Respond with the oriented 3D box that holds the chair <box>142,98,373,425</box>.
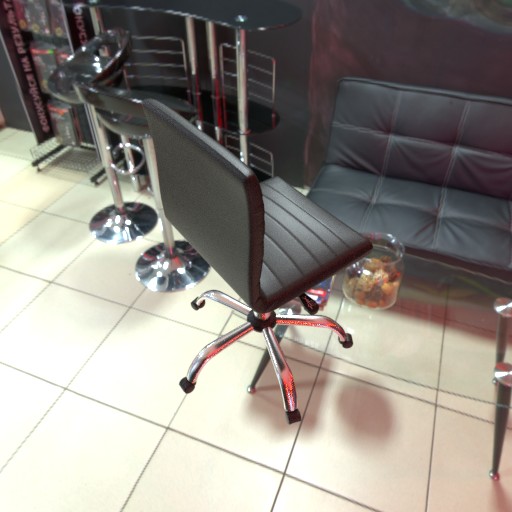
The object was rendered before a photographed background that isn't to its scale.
[{"bbox_3d":[0.000,0.000,1.143,0.530,0.780,0.556,-26,48,-26],"label":"chair"}]
